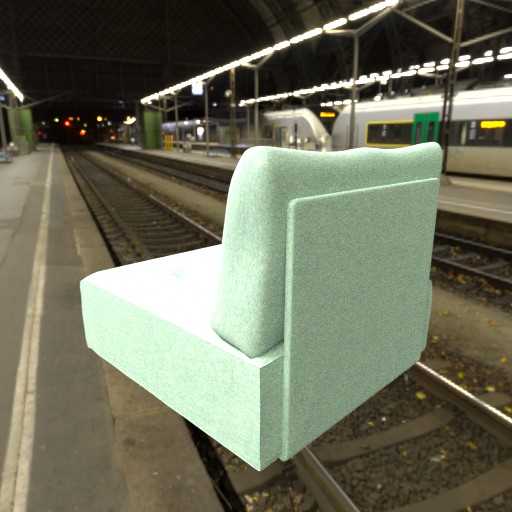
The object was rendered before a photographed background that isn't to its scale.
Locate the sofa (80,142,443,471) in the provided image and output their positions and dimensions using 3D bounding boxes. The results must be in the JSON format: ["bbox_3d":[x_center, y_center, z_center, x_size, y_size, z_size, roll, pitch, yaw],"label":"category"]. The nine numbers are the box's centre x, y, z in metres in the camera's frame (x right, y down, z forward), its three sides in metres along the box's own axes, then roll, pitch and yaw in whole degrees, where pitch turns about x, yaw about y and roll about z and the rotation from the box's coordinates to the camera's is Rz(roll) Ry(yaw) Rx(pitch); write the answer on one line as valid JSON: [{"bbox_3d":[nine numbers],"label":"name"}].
[{"bbox_3d":[0.000,0.000,1.649,0.930,0.820,1.000,-15,21,-43],"label":"sofa"}]
